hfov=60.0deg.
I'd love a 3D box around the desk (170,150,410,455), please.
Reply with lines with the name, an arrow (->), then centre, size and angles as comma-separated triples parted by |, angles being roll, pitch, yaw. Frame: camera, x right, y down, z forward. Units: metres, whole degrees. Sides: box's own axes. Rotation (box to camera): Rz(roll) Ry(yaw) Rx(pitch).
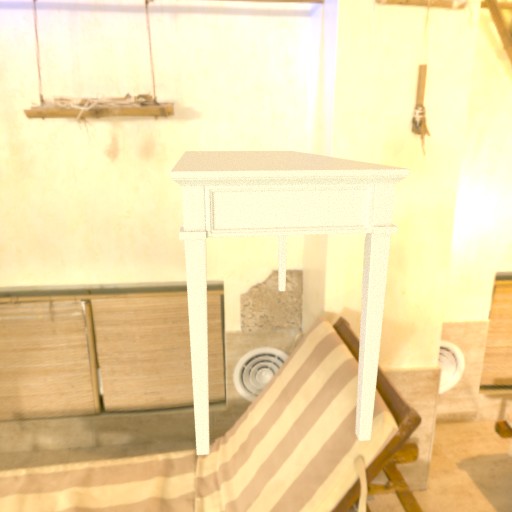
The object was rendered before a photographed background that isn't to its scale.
desk -> 0.000, 0.000, 1.769 | 0.559, 0.774, 1.372 | -2, 15, -7
